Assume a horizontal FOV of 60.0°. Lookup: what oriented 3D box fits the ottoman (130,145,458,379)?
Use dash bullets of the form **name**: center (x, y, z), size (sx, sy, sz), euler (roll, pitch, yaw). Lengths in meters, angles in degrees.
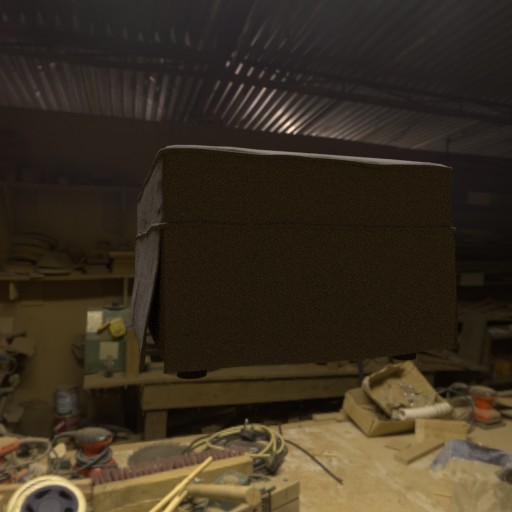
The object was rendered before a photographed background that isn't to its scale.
- **ottoman**: center (0.000, 0.000, 1.294), size (0.703, 0.479, 0.944), euler (0, 0, -18)
